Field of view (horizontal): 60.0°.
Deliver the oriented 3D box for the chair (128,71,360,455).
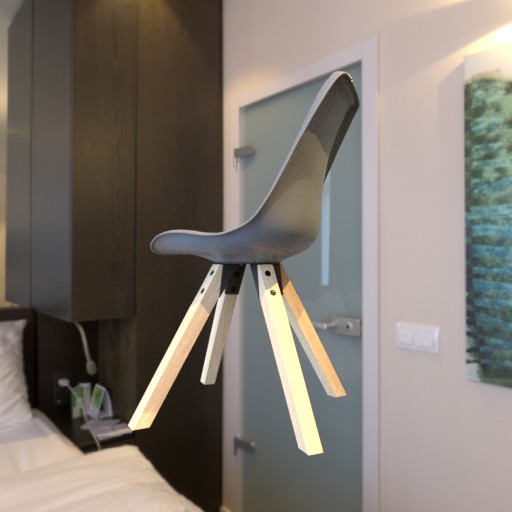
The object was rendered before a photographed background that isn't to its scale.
[{"bbox_3d":[0.000,0.000,1.210,0.550,0.850,0.485,0,0,18],"label":"chair"}]
